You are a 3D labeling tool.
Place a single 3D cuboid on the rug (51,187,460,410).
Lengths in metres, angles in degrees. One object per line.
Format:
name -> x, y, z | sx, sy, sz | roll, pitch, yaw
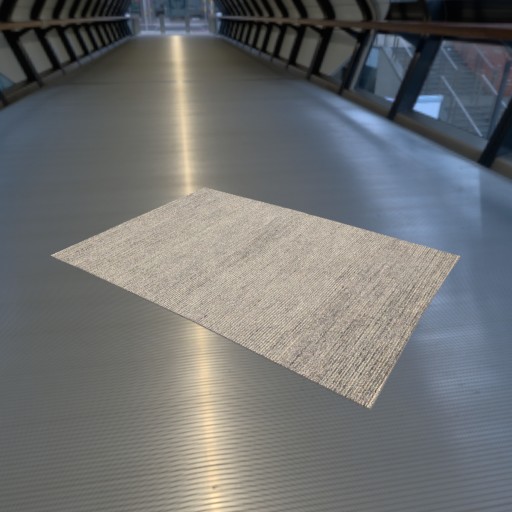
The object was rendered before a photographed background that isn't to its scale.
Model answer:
rug -> 0.000, 0.000, 3.017 | 2.307, 0.030, 1.604 | 19, 35, 30
